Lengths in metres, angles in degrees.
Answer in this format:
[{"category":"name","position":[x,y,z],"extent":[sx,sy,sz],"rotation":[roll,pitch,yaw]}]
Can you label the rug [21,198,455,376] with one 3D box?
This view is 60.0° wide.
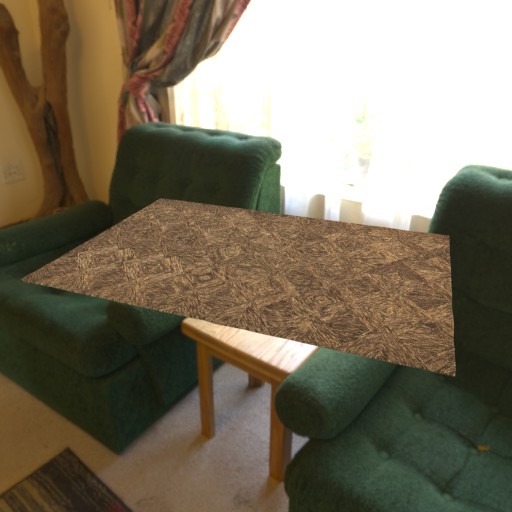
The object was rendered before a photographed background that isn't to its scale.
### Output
[{"category":"rug","position":[0.000,0.000,2.198],"extent":[1.808,0.011,1.189],"rotation":[9,28,18]}]
